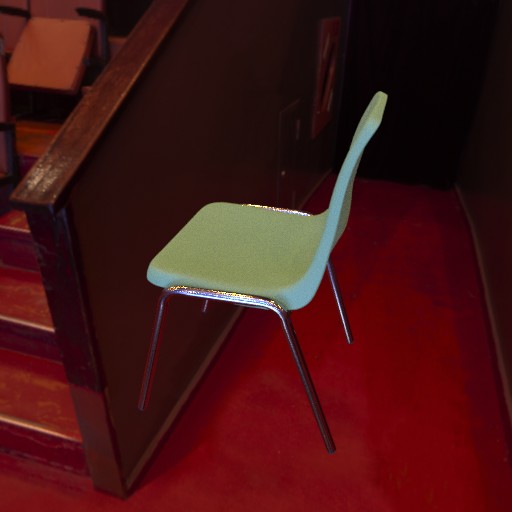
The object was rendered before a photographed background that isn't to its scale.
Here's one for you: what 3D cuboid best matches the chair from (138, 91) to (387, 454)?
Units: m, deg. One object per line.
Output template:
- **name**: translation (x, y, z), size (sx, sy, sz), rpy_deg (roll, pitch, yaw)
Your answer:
- **chair**: translation (0.000, 0.000, 0.915), size (0.436, 0.653, 0.381), rpy_deg (9, 32, 14)
